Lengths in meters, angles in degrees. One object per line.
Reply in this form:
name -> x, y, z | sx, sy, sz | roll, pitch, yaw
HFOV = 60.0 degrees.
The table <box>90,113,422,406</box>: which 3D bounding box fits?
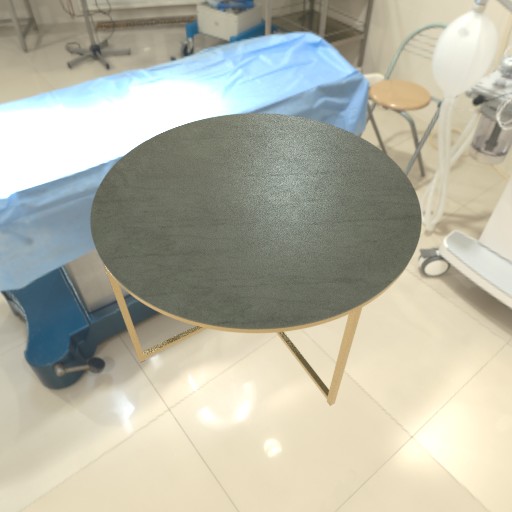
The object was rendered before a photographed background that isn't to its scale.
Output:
table -> 0.000, 0.000, 1.268 | 0.800, 0.450, 0.800 | 0, 46, 0
